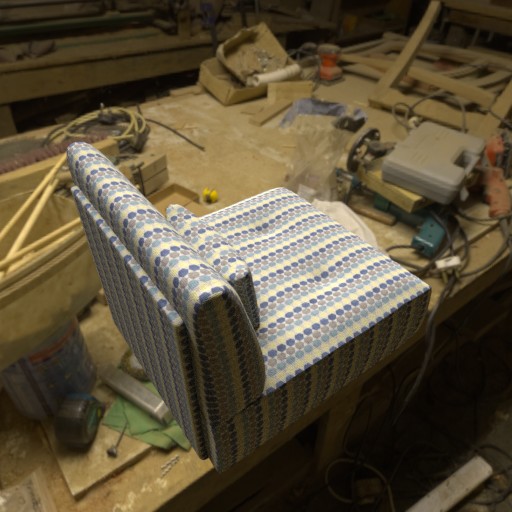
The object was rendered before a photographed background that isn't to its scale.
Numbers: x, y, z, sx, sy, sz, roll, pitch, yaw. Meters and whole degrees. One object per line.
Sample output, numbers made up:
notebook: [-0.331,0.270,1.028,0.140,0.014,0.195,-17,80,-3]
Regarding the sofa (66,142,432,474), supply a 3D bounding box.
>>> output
sofa: [0.000,0.000,1.669,1.000,0.830,0.930,-25,47,-26]
